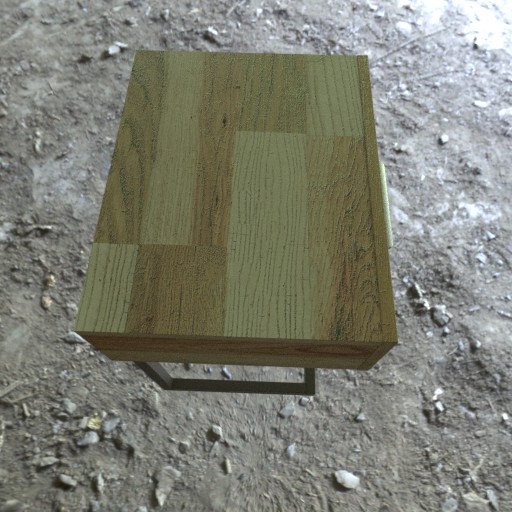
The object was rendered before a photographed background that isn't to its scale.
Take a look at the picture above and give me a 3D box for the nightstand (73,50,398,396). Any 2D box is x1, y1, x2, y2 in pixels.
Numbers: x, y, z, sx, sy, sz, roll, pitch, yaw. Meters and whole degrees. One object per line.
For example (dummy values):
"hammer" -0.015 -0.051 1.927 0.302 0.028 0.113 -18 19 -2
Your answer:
"nightstand" 0.000 0.000 1.008 0.481 0.632 0.558 2 64 1
